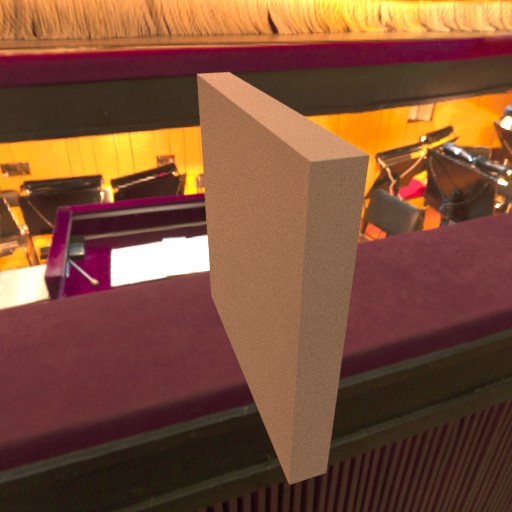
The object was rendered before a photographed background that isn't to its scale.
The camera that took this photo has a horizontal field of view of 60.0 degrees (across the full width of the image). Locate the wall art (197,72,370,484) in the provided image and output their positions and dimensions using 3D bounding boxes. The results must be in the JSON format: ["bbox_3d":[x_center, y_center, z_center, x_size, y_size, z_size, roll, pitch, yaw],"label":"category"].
[{"bbox_3d":[0.000,0.000,0.453,0.038,0.305,0.305,-10,33,-16],"label":"wall art"}]
